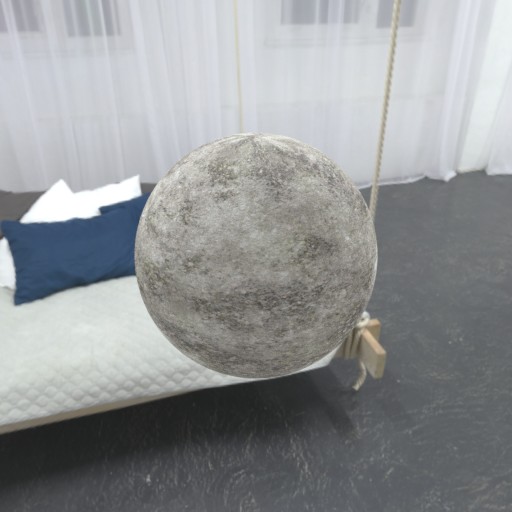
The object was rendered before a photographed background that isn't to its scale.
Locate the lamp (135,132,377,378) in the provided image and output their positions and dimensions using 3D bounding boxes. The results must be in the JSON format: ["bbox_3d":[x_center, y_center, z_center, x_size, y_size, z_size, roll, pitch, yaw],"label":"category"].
[{"bbox_3d":[0.000,0.000,0.798,0.422,0.429,0.422,0,28,0],"label":"lamp"}]
